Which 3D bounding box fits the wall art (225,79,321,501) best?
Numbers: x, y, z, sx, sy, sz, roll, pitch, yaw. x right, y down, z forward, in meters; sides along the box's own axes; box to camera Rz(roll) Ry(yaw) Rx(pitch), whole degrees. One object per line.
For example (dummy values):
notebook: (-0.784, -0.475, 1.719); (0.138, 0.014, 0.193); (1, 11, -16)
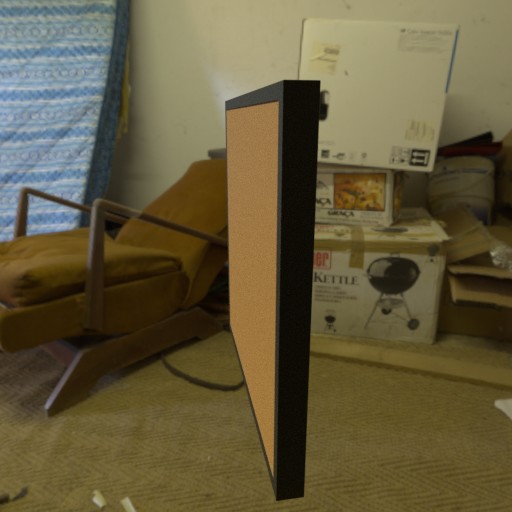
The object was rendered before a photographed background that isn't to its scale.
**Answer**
wall art: (0.000, 0.000, 0.738); (0.037, 0.506, 0.506); (-3, 17, -10)
